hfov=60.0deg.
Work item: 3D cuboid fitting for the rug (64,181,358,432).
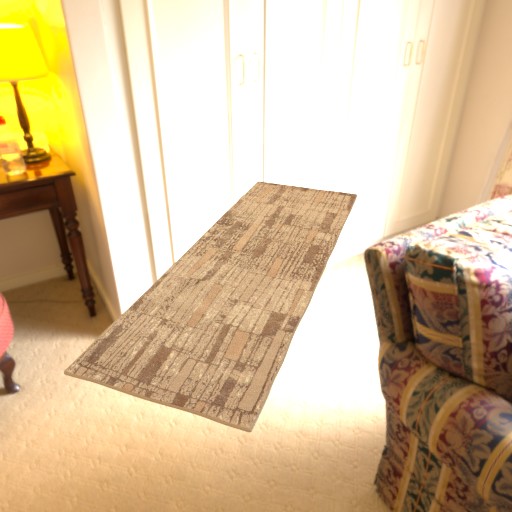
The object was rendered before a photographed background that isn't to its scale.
[{"bbox_3d":[0.000,0.000,2.692,0.857,0.018,2.383,11,32,17],"label":"rug"}]
